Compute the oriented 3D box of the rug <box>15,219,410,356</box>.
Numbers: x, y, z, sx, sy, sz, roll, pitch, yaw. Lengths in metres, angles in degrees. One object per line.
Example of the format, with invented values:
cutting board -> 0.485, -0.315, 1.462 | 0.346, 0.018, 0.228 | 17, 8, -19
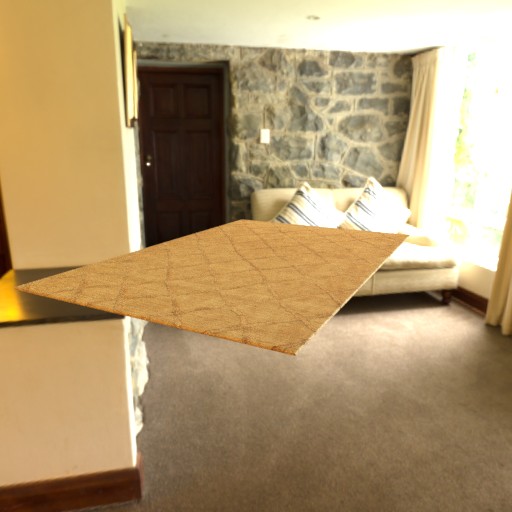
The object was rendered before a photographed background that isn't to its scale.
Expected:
rug -> 0.000, 0.000, 2.855 | 1.528, 0.014, 2.292 | 7, 16, 27
